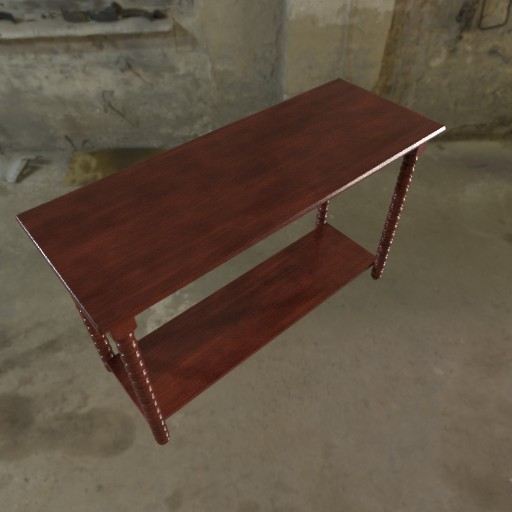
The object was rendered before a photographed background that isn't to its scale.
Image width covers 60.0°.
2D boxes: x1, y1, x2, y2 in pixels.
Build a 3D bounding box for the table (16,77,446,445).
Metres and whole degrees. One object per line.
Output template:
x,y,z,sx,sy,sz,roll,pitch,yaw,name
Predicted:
0.000,0.000,1.501,1.184,0.740,0.459,-32,54,-27,table
